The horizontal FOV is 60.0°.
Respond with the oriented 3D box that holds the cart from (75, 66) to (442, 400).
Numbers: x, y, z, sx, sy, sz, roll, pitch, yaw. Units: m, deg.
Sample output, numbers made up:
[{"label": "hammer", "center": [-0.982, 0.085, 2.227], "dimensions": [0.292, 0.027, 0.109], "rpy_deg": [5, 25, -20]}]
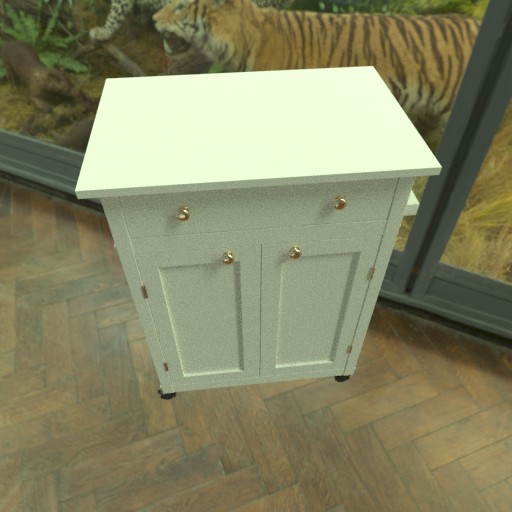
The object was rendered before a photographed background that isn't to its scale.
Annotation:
[{"label": "cart", "center": [0.000, 0.000, 1.262], "dimensions": [0.683, 0.864, 0.442], "rpy_deg": [-4, 46, -4]}]
